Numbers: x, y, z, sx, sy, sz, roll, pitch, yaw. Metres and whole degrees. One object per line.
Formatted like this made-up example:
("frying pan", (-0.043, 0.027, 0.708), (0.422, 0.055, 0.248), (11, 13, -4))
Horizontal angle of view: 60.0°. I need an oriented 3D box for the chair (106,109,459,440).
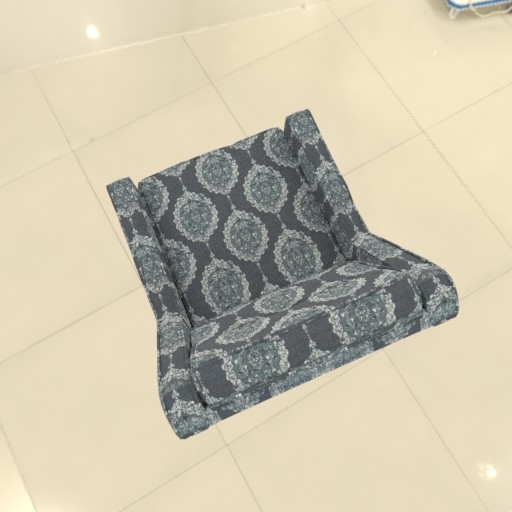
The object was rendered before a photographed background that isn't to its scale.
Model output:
("chair", (0.000, 0.000, 1.312), (0.663, 0.792, 0.743), (-22, 76, -6))
